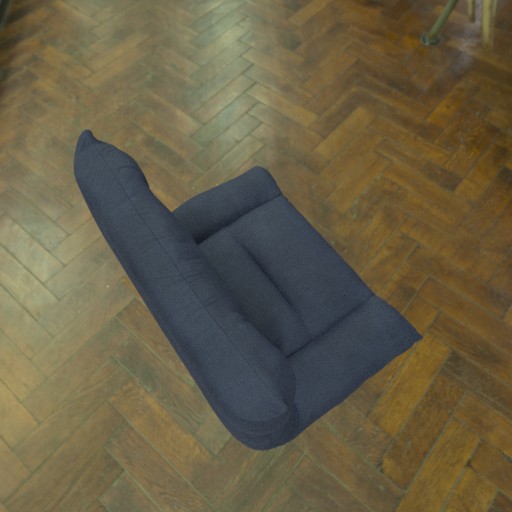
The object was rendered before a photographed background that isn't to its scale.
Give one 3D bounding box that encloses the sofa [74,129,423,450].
[{"bbox_3d":[0.000,0.000,1.634,0.849,0.778,1.122,-31,64,-17],"label":"sofa"}]
